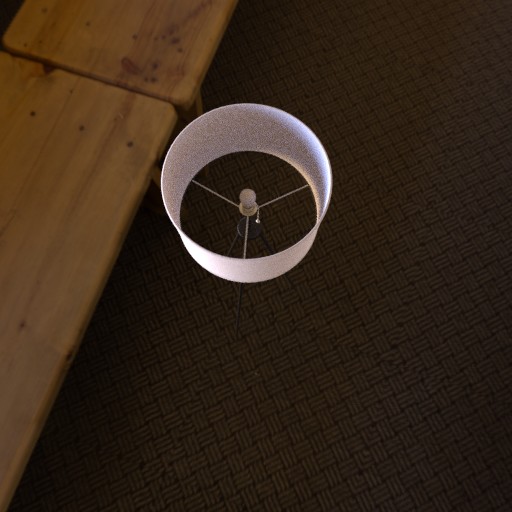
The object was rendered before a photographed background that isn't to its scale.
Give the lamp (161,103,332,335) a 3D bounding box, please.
[{"bbox_3d":[0.000,0.000,1.805,0.458,1.545,0.448,-12,75,-3],"label":"lamp"}]
